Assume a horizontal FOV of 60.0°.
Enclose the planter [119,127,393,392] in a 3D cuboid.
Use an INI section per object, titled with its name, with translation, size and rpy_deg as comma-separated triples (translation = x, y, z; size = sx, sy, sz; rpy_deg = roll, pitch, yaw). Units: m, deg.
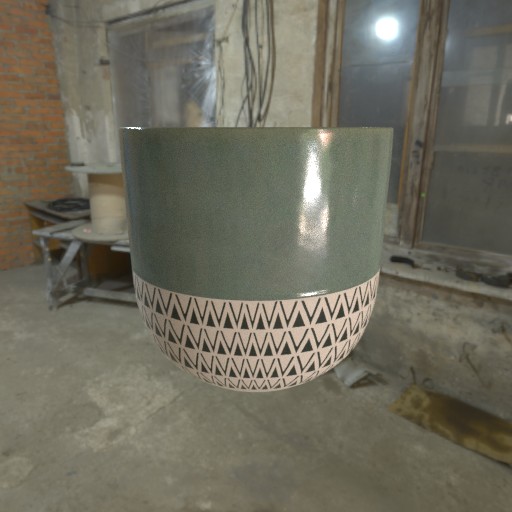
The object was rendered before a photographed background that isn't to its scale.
[planter]
translation = 0.000, 0.000, 0.484
size = 0.266, 0.270, 0.266
rpy_deg = 0, 16, 0
